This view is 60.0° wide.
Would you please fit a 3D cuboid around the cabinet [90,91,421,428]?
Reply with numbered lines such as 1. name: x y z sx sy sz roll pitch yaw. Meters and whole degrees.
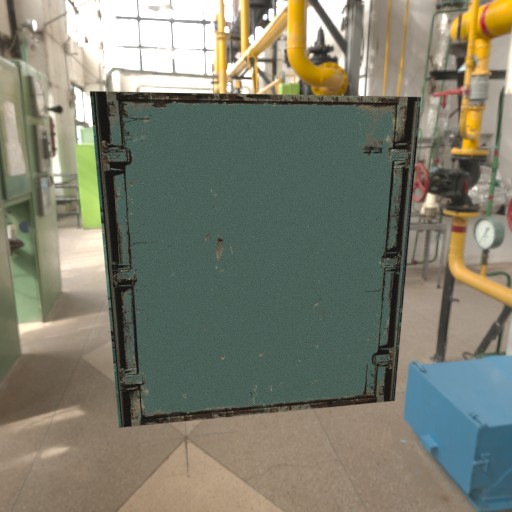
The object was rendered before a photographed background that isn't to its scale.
1. cabinet: 0.000 0.000 3.231 2.000 2.160 0.680 -2 14 -9
